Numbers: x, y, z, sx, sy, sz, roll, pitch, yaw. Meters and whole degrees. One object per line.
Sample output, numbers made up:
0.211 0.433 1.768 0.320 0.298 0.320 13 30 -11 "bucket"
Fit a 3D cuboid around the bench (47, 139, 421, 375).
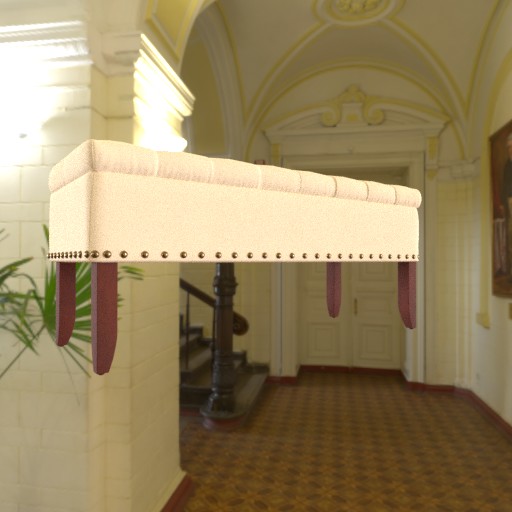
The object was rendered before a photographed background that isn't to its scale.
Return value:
0.000 0.000 1.286 1.054 0.470 0.400 0 -1 -35 "bench"
